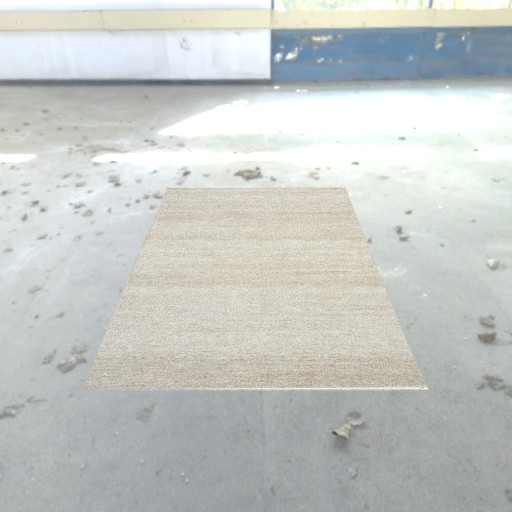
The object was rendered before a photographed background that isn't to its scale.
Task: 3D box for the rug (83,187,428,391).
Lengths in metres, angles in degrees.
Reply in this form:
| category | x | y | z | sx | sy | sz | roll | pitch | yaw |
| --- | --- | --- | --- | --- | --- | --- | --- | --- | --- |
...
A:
| category | x | y | z | sx | sy | sz | roll | pitch | yaw |
| --- | --- | --- | --- | --- | --- | --- | --- | --- | --- |
| rug | 0.000 | 0.000 | 2.994 | 1.596 | 0.030 | 2.283 | 0 | 33 | 0 |
